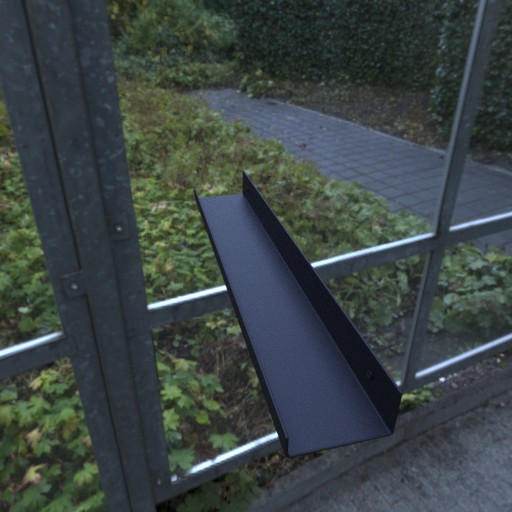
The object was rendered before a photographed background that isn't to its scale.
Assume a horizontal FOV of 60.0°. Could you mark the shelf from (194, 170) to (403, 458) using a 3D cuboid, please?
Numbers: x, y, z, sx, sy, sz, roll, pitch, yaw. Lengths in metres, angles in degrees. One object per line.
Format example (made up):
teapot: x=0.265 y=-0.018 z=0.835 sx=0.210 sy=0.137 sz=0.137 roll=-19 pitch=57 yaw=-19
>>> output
shelf: x=0.000 y=0.000 z=0.627 sx=0.102 sy=0.053 sz=0.605 roll=-7 pitch=30 yaw=-12
